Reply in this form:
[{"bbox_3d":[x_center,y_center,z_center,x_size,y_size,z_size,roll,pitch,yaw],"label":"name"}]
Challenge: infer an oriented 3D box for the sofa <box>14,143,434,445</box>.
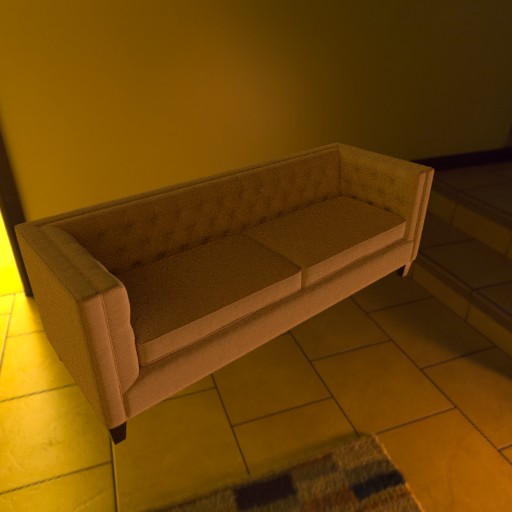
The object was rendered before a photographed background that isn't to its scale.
[{"bbox_3d":[0.000,0.000,2.485,2.159,0.762,0.775,-22,36,-34],"label":"sofa"}]
